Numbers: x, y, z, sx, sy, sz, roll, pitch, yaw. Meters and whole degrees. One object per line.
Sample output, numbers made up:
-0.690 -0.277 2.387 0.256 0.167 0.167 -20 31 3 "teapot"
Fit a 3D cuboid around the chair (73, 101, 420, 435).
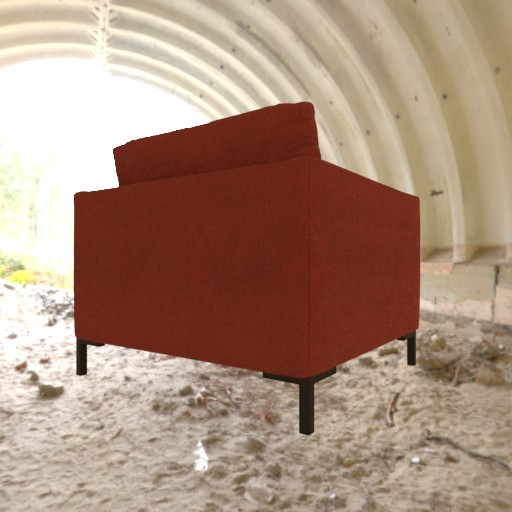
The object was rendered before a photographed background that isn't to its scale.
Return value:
0.000 0.000 1.597 0.964 0.812 0.875 0 -1 36 "chair"
